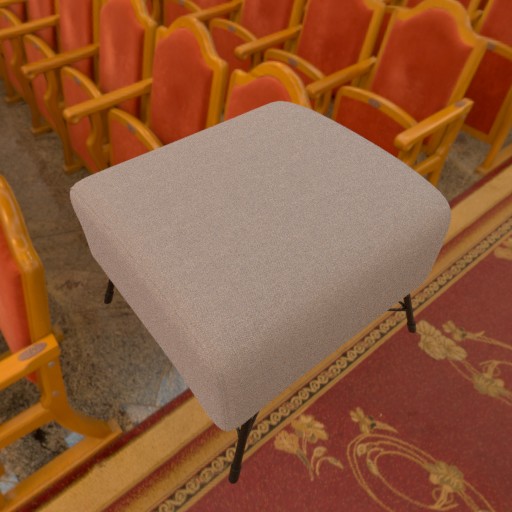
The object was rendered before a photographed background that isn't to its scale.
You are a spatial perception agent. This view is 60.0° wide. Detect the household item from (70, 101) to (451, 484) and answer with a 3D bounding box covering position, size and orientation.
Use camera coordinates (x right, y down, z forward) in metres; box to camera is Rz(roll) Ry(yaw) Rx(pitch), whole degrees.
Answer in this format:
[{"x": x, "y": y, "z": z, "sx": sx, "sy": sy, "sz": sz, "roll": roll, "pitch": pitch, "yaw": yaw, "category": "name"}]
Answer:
[{"x": 0.000, "y": 0.000, "z": 0.898, "sx": 0.530, "sy": 0.410, "sz": 0.530, "roll": -30, "pitch": 54, "yaw": -25, "category": "household item"}]
